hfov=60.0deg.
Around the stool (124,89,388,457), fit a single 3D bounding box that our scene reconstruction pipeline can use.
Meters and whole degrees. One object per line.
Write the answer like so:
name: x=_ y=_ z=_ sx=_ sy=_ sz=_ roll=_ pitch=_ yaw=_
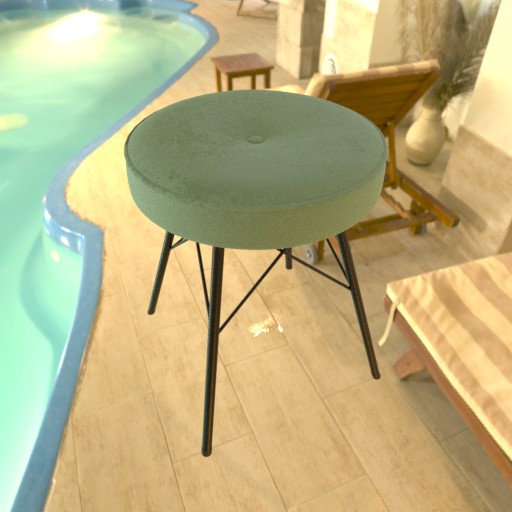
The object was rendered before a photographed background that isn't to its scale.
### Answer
stool: x=0.000 y=0.000 z=0.851 sx=0.457 sy=0.519 sz=0.458 roll=-11 pitch=41 yaw=-13
